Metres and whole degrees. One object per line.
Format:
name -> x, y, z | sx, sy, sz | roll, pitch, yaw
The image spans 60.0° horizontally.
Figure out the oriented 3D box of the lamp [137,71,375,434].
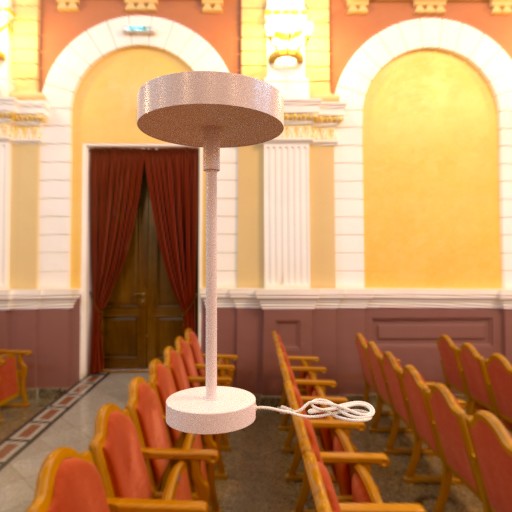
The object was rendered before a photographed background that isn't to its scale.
lamp -> 0.000, 0.000, 0.701 | 0.369, 0.508, 0.229 | 0, -1, 0
